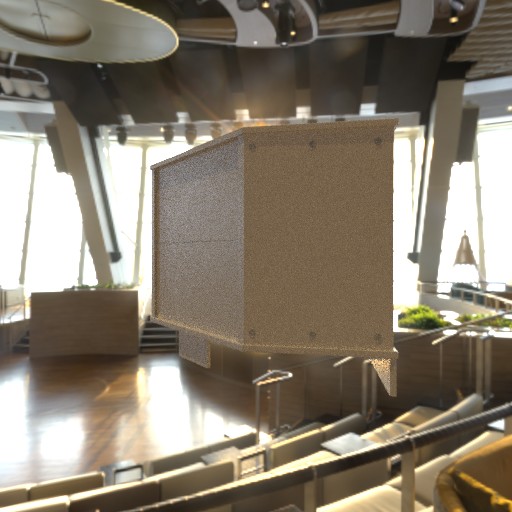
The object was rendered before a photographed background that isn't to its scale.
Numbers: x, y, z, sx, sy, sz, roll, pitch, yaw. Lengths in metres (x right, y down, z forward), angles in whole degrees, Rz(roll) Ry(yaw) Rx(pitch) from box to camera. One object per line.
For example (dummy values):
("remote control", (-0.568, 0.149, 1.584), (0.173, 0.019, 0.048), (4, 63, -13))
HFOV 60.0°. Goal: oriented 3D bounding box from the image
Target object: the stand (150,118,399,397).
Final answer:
("stand", (0.000, 0.000, 1.409), (0.477, 0.614, 1.072), (0, 1, -36))
